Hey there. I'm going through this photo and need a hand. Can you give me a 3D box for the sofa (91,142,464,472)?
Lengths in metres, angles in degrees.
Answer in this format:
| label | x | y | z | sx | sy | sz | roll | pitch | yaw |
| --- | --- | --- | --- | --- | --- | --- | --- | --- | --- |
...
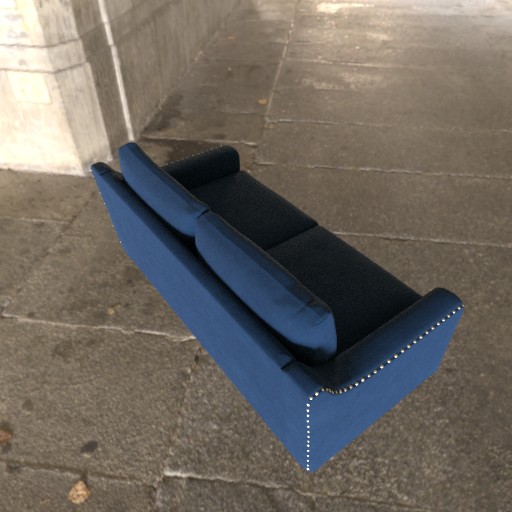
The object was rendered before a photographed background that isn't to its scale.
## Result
| label | x | y | z | sx | sy | sz | roll | pitch | yaw |
| --- | --- | --- | --- | --- | --- | --- | --- | --- | --- |
| sofa | 0.000 | 0.000 | 2.678 | 1.104 | 0.983 | 2.107 | -26 | 47 | -27 |
